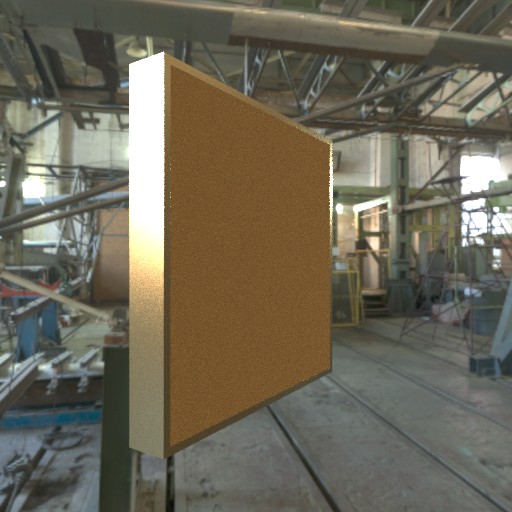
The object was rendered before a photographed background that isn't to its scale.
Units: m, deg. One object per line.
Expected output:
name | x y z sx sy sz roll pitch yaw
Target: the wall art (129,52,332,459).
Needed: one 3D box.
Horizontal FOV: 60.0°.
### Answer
wall art | 0.000 0.000 0.468 0.038 0.304 0.304 0 0 34
